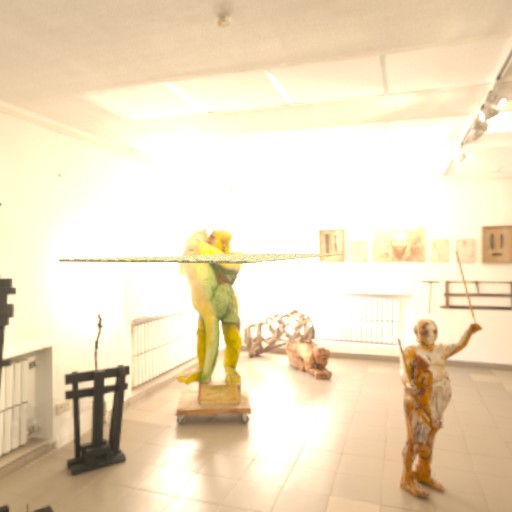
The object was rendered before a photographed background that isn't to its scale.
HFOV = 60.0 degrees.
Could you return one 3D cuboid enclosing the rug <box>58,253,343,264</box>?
[{"bbox_3d":[0.000,0.000,2.679,0.750,0.009,2.435,0,1,18],"label":"rug"}]
